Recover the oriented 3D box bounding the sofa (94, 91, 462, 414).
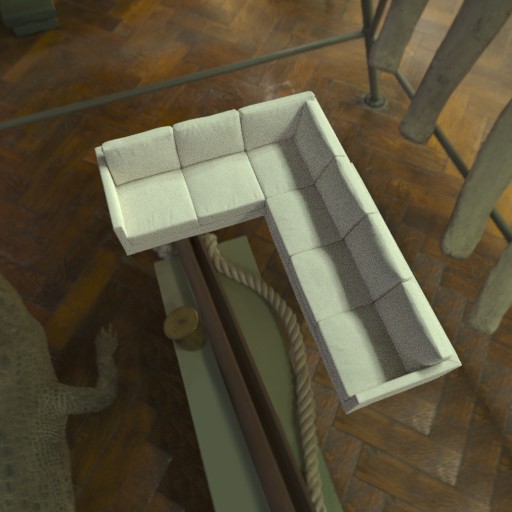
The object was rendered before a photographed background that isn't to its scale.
[{"bbox_3d":[0.000,0.000,4.262,2.432,0.863,3.182,-17,65,-8],"label":"sofa"}]
